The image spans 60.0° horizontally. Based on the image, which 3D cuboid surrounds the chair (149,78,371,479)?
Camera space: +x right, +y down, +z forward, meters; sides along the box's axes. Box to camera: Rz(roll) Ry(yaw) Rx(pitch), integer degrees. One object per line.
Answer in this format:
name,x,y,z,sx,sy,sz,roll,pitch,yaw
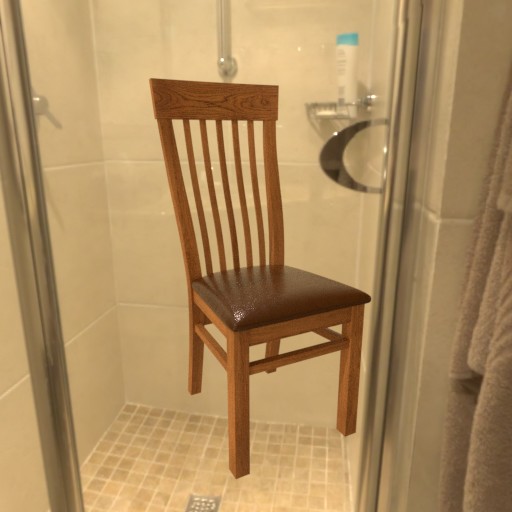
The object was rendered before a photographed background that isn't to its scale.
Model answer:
chair,0.000,0.000,1.363,0.450,1.050,0.580,-8,17,-27
